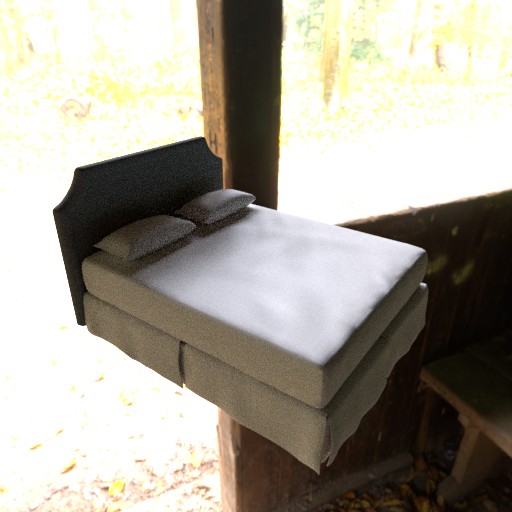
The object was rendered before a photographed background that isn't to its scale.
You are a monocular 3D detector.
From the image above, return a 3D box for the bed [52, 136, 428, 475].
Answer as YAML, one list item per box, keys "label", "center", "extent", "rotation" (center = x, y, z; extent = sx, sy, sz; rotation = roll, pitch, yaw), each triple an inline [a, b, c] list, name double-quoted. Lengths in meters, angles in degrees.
- label: "bed"
  center: [0.000, 0.000, 3.335]
  extent: [2.259, 1.296, 1.811]
  rotation: [18, 32, 32]
